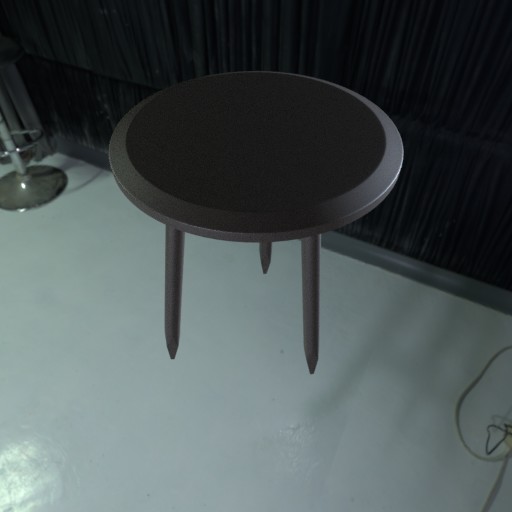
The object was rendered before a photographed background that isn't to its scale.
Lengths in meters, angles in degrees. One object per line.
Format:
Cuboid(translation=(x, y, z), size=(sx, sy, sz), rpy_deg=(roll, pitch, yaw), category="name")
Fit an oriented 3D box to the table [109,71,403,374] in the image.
Cuboid(translation=(0.000, 0.000, 0.911), size=(0.457, 0.585, 0.457), rpy_deg=(0, 47, 0), category="table")
